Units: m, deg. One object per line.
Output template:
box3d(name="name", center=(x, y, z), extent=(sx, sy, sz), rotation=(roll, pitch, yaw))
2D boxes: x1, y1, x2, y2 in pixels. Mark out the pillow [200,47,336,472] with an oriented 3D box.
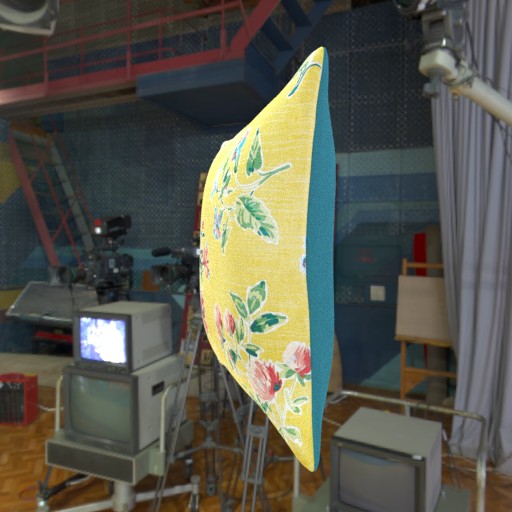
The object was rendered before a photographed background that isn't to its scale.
box3d(name="pillow", center=(0.000, 0.000, 0.776), extent=(0.166, 0.508, 0.525), rotation=(-1, 2, -17))
